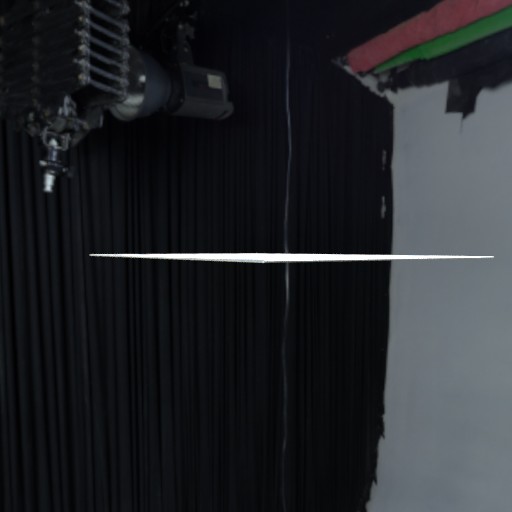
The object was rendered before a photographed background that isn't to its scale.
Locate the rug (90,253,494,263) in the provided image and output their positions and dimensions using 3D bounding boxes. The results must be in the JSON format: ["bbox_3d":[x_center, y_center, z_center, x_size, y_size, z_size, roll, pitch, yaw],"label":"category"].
[{"bbox_3d":[0.000,0.000,2.266,1.202,0.006,1.813,-1,1,-34],"label":"rug"}]
